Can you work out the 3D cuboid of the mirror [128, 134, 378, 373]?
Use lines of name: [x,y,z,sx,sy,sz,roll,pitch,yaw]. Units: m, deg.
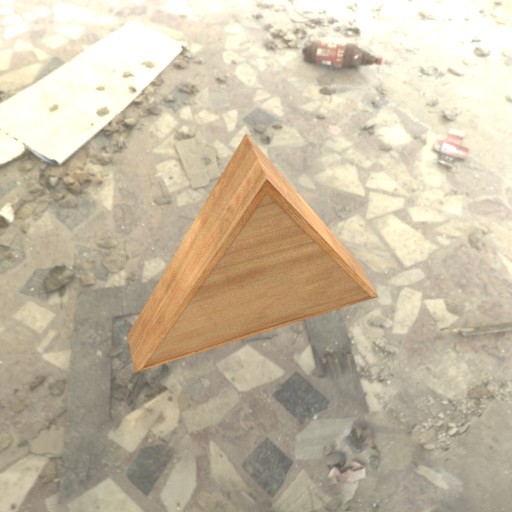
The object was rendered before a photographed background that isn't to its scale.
mirror: [0.000,0.000,0.885,0.631,0.548,0.100,-16,58,-10]
